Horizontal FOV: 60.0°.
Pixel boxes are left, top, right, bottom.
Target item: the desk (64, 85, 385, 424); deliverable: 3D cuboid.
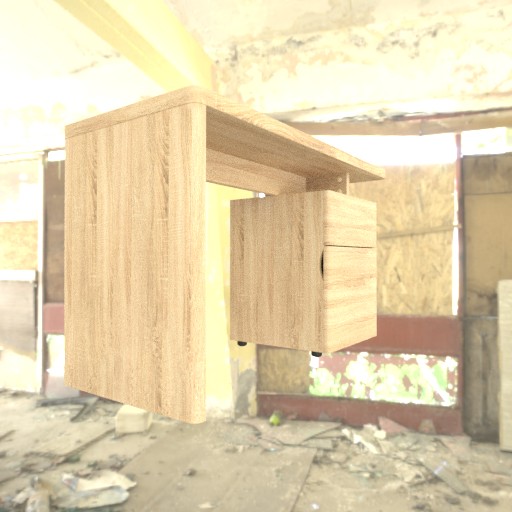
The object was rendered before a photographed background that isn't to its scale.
[{"bbox_3d":[0.000,0.000,1.628,0.550,0.760,1.200,0,-1,36],"label":"desk"}]
